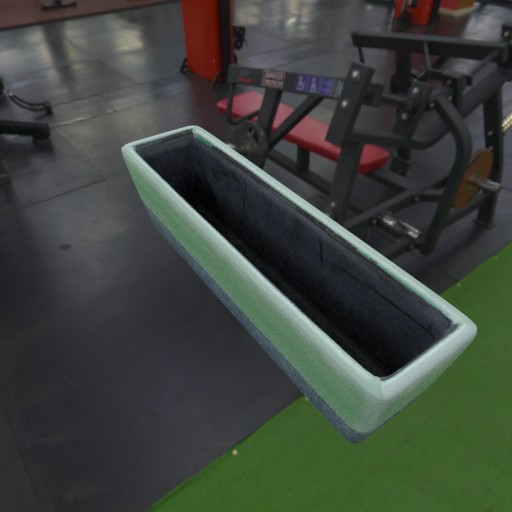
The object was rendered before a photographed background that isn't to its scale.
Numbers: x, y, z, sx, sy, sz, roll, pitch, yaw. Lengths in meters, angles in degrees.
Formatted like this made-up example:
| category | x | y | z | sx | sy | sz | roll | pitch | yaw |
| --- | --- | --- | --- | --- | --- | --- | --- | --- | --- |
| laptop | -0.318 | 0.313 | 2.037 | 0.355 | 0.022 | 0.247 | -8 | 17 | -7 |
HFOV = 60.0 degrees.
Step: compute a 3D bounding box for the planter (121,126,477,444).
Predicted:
| category | x | y | z | sx | sy | sz | roll | pitch | yaw |
| --- | --- | --- | --- | --- | --- | --- | --- | --- | --- |
| planter | 0.000 | 0.000 | 0.301 | 0.072 | 0.072 | 0.275 | -25 | 47 | -26 |
